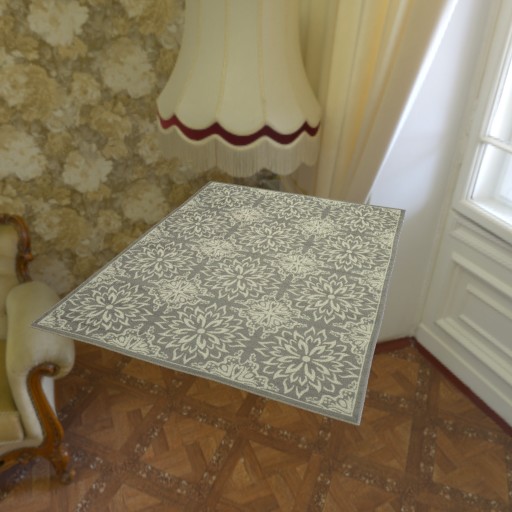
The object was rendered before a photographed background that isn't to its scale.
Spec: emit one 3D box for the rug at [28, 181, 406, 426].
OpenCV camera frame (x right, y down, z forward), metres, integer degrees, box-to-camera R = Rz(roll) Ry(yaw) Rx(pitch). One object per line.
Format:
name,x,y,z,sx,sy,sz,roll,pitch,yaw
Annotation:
rug,0.000,0.000,4.001,2.363,0.012,2.980,11,33,18
